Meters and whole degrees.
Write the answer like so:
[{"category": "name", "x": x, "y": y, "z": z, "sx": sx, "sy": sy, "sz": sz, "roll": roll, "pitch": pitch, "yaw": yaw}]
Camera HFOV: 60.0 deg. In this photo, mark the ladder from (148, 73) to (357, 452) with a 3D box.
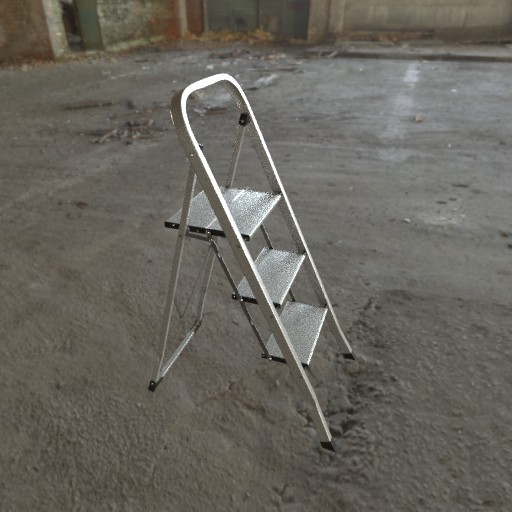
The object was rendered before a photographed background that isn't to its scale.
[{"category": "ladder", "x": 0.000, "y": 0.000, "z": 1.440, "sx": 0.704, "sy": 1.070, "sz": 0.465, "roll": 10, "pitch": 32, "yaw": 16}]
